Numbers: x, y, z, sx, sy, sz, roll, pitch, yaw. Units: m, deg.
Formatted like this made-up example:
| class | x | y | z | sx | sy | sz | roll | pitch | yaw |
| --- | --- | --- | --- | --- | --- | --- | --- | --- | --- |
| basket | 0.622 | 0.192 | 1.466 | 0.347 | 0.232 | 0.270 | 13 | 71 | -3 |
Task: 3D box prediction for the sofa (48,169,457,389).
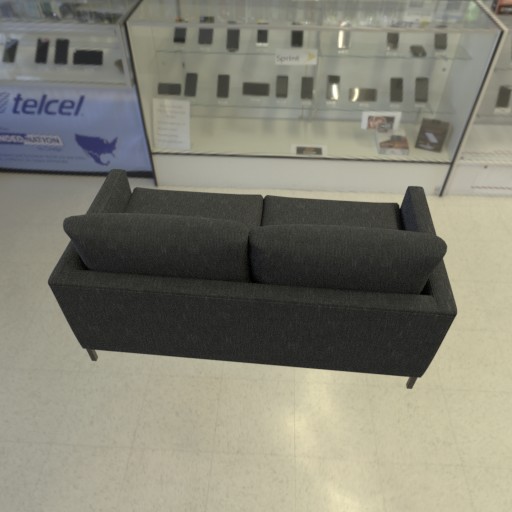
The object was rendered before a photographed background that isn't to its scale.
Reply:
| class | x | y | z | sx | sy | sz | roll | pitch | yaw |
| --- | --- | --- | --- | --- | --- | --- | --- | --- | --- |
| sofa | 0.000 | 0.000 | 2.233 | 1.716 | 0.862 | 0.866 | 4 | 45 | 4 |
